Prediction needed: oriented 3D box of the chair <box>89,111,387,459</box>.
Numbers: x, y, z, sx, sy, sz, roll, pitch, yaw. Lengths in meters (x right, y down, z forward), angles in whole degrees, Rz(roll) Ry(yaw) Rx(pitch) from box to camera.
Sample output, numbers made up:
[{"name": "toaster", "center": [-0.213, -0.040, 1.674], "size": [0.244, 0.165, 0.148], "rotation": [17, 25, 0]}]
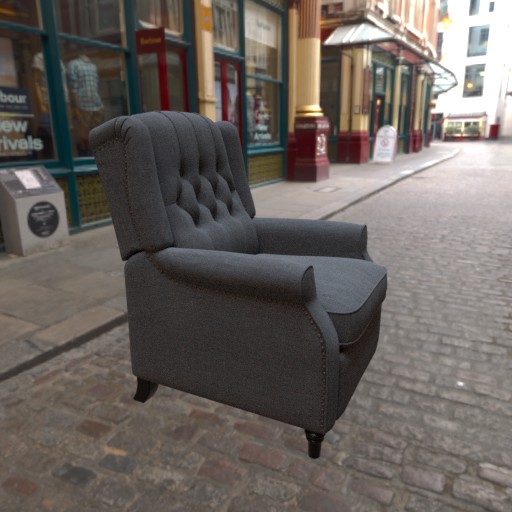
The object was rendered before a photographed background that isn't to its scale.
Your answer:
[{"name": "chair", "center": [0.000, 0.000, 1.638], "size": [0.898, 1.035, 0.742], "rotation": [8, 17, 26]}]
